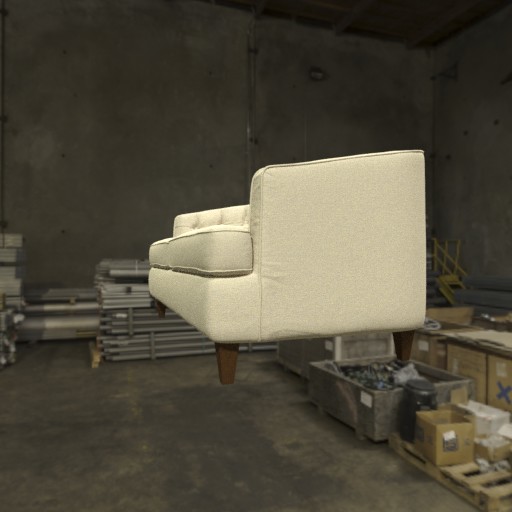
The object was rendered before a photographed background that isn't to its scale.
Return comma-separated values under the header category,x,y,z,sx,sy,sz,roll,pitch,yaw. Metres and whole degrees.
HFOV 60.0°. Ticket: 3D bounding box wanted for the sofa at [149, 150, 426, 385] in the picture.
category,x,y,z,sx,sy,sz,roll,pitch,yaw
sofa,0.000,0.000,2.234,0.941,0.855,1.733,0,0,-19
